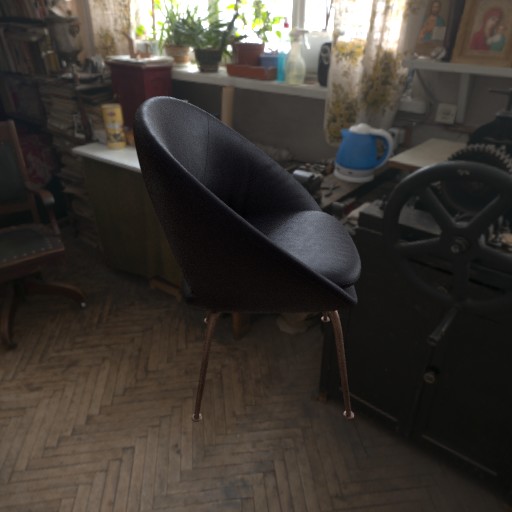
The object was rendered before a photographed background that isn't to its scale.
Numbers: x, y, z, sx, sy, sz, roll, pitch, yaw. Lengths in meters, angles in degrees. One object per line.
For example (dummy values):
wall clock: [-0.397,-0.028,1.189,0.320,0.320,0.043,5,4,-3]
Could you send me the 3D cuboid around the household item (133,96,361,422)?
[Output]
household item: [0.000,0.000,1.272,0.573,0.852,0.623,-1,31,-1]
